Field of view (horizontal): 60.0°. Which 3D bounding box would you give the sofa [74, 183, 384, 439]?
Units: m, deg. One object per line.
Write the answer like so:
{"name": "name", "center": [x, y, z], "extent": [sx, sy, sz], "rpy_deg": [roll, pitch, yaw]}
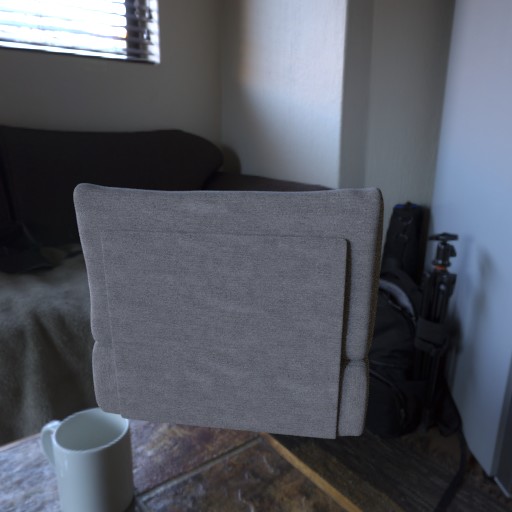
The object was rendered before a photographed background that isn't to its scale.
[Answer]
{"name": "sofa", "center": [0.000, 0.000, 2.022], "extent": [0.930, 0.820, 1.450], "rpy_deg": [2, 17, 8]}
